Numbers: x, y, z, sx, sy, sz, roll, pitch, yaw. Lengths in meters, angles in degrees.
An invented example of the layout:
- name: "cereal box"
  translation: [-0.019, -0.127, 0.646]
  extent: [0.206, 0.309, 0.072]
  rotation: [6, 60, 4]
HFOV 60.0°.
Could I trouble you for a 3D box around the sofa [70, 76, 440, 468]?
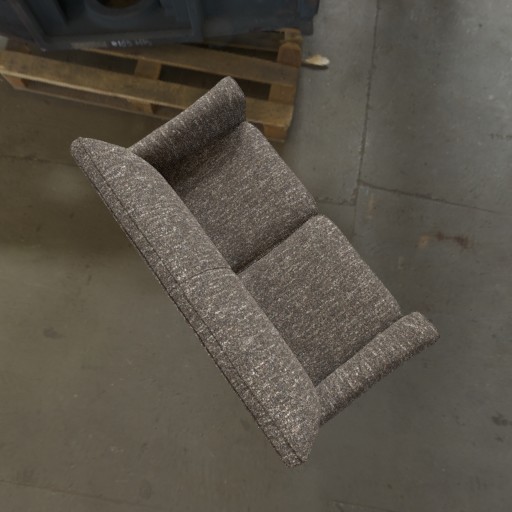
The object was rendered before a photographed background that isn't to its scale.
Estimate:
- name: "sofa"
  translation: [0.000, 0.000, 2.056]
  extent: [0.801, 0.946, 1.519]
  rotation: [-35, 79, -8]
